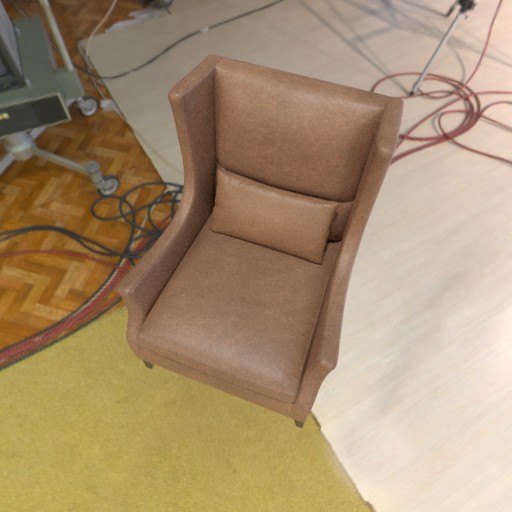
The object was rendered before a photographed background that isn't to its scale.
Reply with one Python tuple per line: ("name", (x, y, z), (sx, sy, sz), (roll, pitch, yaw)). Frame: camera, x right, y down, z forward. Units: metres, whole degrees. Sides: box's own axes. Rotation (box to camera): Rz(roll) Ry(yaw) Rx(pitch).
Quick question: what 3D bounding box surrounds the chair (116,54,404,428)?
("chair", (0.000, 0.000, 1.731), (0.815, 1.088, 0.913), (18, 60, 11))
